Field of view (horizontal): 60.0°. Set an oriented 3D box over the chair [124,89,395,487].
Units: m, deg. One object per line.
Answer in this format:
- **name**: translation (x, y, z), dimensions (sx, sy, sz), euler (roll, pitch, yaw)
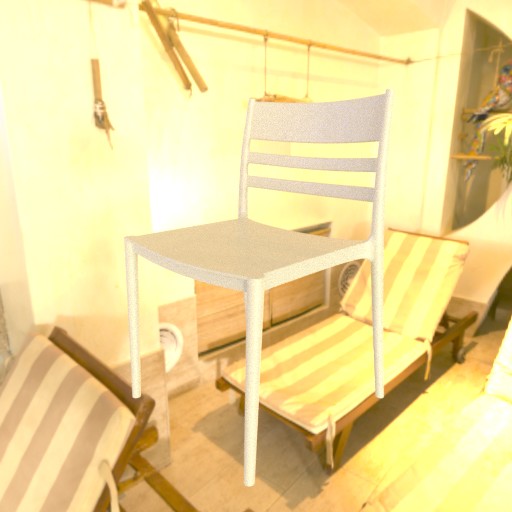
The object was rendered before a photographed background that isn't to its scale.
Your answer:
- **chair**: translation (0.000, 0.000, 1.133), dimensions (0.531, 0.800, 0.511), euler (15, 22, 43)
